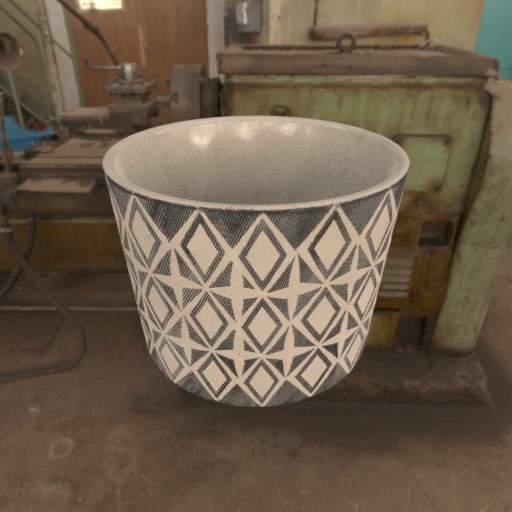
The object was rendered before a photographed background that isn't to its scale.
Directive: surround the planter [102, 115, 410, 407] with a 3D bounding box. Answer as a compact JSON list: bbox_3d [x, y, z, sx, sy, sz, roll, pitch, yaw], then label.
[{"bbox_3d":[0.000,0.000,0.446,0.260,0.220,0.260,0,30,0],"label":"planter"}]
